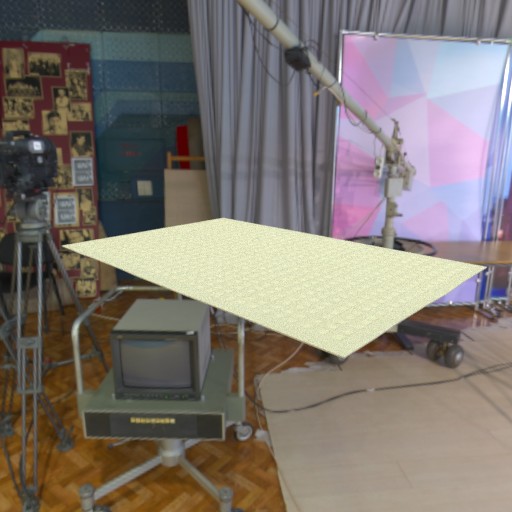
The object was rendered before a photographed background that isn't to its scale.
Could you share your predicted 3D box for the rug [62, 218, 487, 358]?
[{"bbox_3d":[0.000,0.000,2.145,1.747,0.006,1.143,14,21,42],"label":"rug"}]
